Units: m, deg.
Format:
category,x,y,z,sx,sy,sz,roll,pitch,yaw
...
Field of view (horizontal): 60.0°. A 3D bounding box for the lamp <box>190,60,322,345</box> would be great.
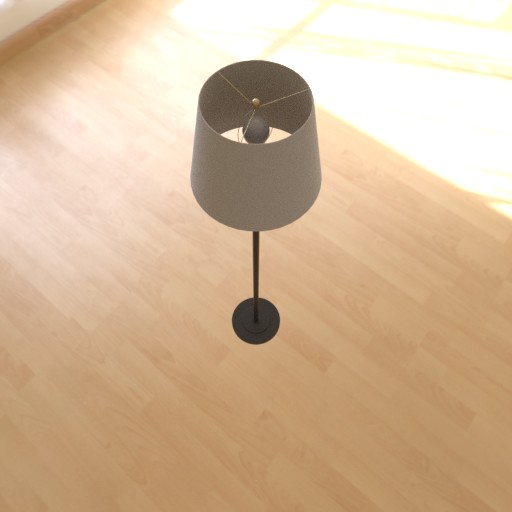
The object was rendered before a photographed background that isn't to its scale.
category,x,y,z,sx,sy,sz,roll,pitch,yaw
lamp,0.000,0.000,1.601,0.348,1.473,0.348,13,64,7
